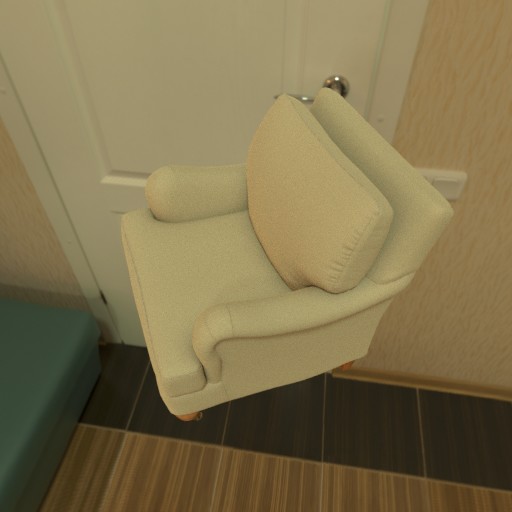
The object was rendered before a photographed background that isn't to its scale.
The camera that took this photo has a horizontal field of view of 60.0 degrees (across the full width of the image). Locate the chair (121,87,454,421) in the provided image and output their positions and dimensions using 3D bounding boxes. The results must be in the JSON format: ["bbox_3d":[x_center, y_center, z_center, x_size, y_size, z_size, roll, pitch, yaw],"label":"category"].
[{"bbox_3d":[0.000,0.000,1.918,1.070,1.038,0.955,-15,49,-14],"label":"chair"}]
